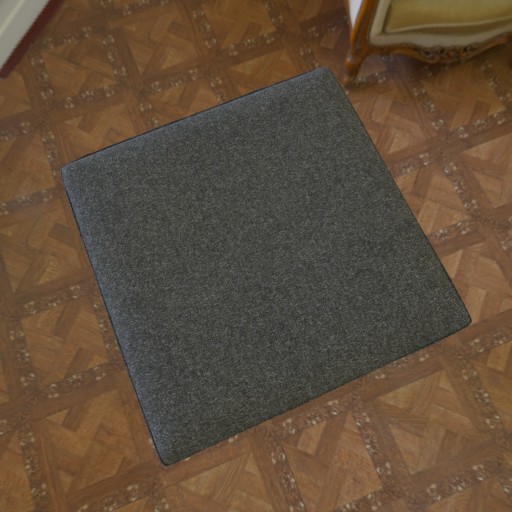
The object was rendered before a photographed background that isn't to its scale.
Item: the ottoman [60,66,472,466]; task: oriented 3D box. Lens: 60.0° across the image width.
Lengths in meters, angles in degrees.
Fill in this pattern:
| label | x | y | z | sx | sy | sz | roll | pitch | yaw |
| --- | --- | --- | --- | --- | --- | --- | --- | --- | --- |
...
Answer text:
| label | x | y | z | sx | sy | sz | roll | pitch | yaw |
| --- | --- | --- | --- | --- | --- | --- | --- | --- | --- |
| ottoman | 0.000 | 0.000 | 1.556 | 1.017 | 0.423 | 1.021 | -22 | 76 | -6 |
